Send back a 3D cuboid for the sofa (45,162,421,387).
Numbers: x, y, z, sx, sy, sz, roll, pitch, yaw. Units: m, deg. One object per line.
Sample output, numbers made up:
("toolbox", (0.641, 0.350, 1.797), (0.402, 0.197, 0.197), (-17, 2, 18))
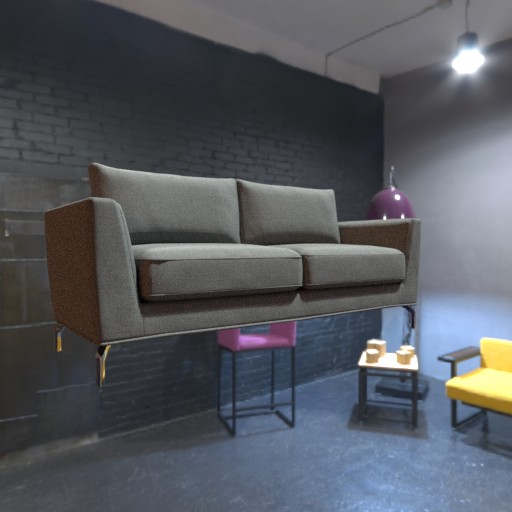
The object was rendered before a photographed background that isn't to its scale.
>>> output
("sofa", (0.000, 0.000, 2.696), (2.212, 1.002, 0.869), (-1, 1, -36))
